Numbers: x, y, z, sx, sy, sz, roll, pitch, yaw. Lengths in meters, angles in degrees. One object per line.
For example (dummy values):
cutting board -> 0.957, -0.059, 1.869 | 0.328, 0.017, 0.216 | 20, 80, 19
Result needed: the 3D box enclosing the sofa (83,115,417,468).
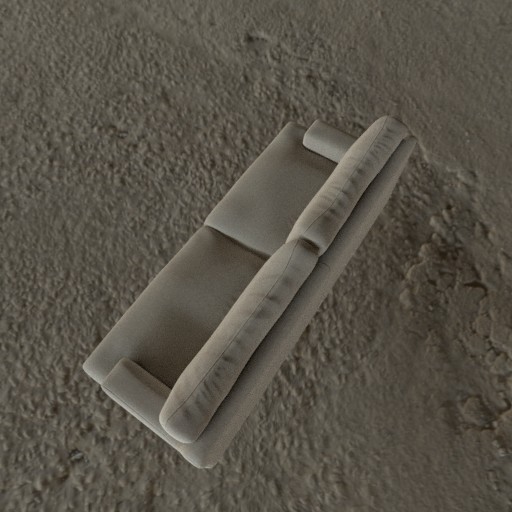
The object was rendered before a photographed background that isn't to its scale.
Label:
sofa -> 0.000, 0.000, 2.833 | 0.962, 0.980, 2.354 | 31, 68, 15
